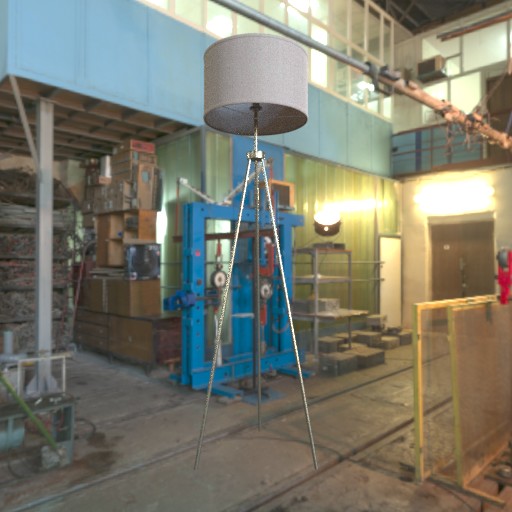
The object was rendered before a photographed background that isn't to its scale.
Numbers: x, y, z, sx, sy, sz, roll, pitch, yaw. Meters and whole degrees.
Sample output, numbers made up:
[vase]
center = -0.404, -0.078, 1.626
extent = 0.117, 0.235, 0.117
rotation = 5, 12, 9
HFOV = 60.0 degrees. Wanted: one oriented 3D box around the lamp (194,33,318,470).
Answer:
[lamp]
center = 0.000, 0.000, 1.757
extent = 0.449, 1.545, 0.460
rotation = 0, -1, 0
